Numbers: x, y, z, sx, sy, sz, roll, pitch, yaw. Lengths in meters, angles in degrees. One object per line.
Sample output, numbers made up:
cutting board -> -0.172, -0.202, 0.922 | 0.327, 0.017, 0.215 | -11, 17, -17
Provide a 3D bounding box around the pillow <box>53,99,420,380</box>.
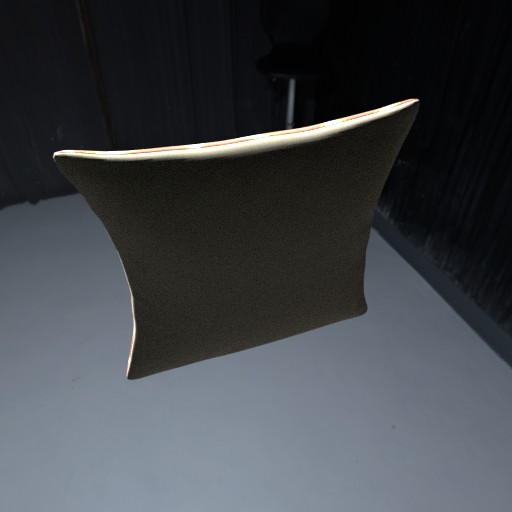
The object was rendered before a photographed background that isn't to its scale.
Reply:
pillow -> 0.000, 0.000, 0.801 | 0.552, 0.508, 0.166 | -13, 42, -15
